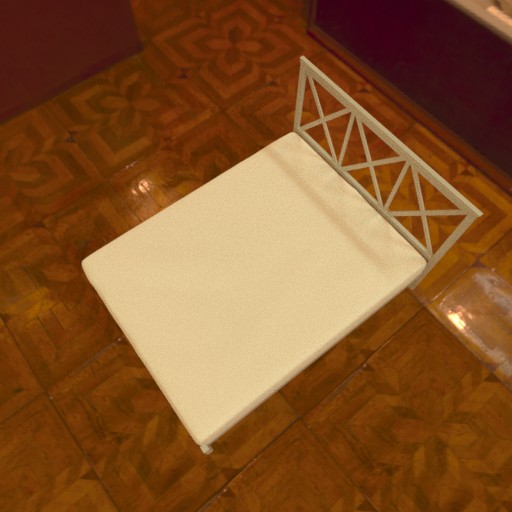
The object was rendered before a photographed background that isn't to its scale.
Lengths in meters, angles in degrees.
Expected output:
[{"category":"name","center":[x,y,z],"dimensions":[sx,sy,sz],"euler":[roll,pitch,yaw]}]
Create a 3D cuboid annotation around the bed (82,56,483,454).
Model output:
[{"category":"bed","center":[0.000,0.000,3.214],"dimensions":[2.135,1.253,1.673],"euler":[-35,69,-15]}]
